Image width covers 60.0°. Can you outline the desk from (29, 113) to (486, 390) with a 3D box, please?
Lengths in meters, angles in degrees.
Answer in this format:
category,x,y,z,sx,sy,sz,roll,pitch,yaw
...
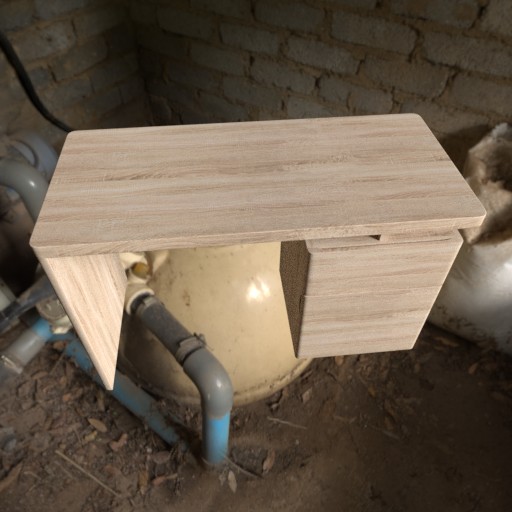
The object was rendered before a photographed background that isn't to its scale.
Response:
category,x,y,z,sx,sy,sz,roll,pitch,yaw
desk,0.000,0.000,1.604,1.200,0.760,0.550,-4,47,-4
